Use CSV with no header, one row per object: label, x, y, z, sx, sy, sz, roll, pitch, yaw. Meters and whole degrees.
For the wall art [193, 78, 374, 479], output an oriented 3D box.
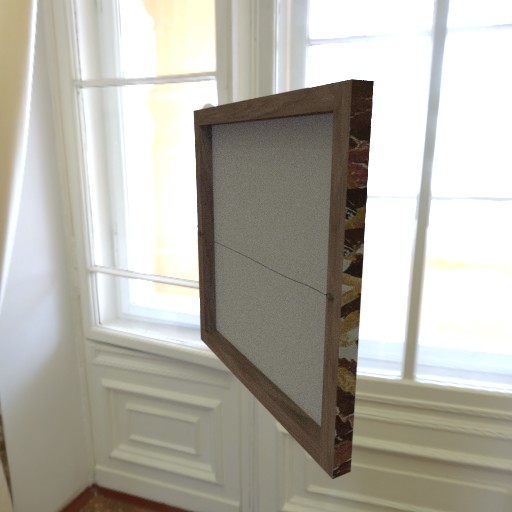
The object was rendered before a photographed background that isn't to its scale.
wall art,0.000,0.000,0.919,0.041,0.613,0.609,-7,16,-27
